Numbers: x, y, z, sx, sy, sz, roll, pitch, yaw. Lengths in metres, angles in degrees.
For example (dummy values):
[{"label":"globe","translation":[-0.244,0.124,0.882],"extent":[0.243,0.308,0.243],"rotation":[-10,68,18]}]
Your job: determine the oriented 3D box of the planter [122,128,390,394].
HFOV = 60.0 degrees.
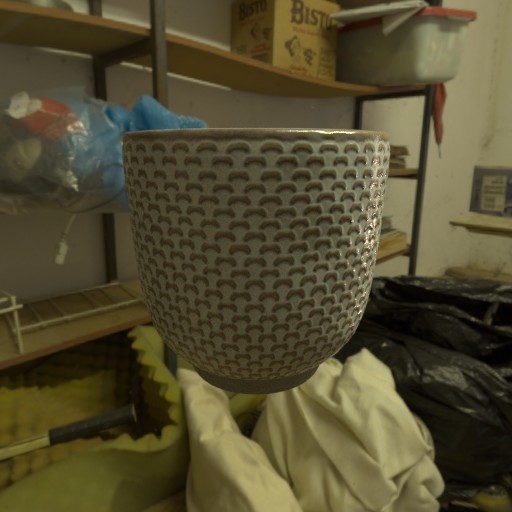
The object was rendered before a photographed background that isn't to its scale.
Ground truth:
[{"label":"planter","translation":[0.000,0.000,0.358],"extent":[0.197,0.191,0.197],"rotation":[0,13,0]}]
